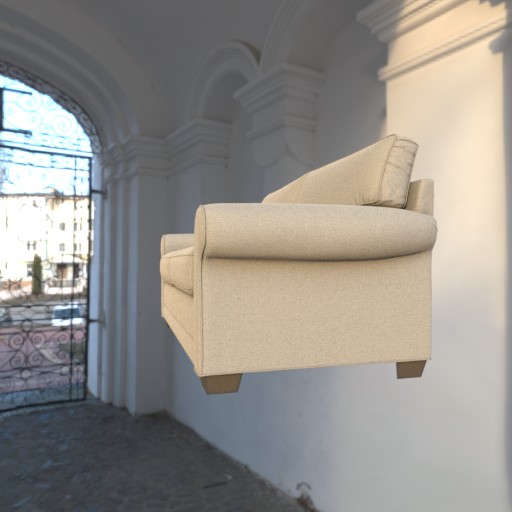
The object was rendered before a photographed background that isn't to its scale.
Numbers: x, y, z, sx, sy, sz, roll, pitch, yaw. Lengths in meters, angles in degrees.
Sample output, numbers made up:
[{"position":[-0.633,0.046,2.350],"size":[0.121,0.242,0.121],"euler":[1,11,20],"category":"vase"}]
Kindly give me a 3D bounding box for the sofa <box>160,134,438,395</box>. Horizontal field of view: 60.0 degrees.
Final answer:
[{"position":[0.000,0.000,2.408],"size":[0.940,0.952,1.930],"euler":[0,-1,-16],"category":"sofa"}]
